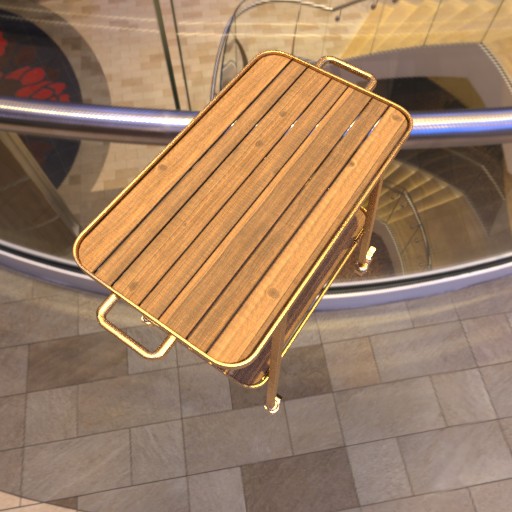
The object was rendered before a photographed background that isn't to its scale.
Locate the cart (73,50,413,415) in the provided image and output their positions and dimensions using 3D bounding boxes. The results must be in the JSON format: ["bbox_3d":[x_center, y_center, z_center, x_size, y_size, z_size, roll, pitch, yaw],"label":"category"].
[{"bbox_3d":[0.000,0.000,1.207,0.524,0.700,0.806,32,68,15],"label":"cart"}]
